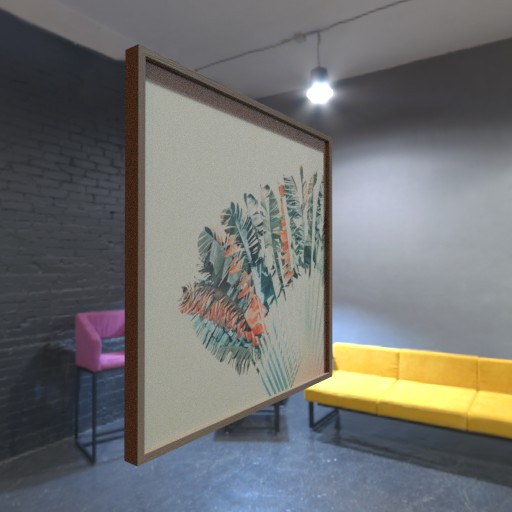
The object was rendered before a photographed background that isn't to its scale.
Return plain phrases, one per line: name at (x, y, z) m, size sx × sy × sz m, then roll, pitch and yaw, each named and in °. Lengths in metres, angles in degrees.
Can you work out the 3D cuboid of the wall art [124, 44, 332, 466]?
wall art at (0.000, 0.000, 1.112) m, size 0.038 × 0.758 × 0.761 m, roll 0°, pitch -1°, yaw 37°
